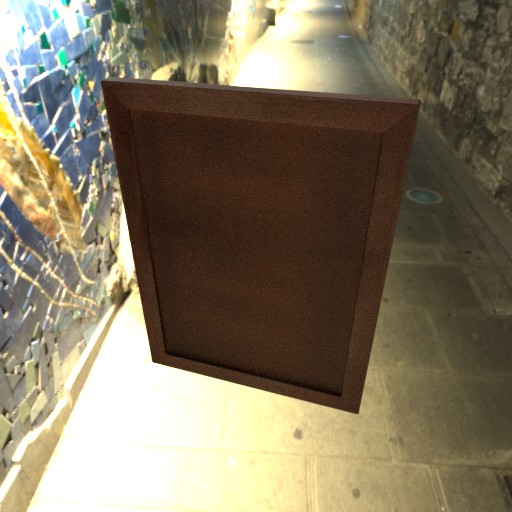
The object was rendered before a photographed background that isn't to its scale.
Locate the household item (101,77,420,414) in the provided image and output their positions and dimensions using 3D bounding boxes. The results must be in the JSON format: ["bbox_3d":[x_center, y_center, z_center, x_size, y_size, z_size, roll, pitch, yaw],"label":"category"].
[{"bbox_3d":[0.000,0.000,0.549,0.310,0.407,0.067,10,35,15],"label":"household item"}]
